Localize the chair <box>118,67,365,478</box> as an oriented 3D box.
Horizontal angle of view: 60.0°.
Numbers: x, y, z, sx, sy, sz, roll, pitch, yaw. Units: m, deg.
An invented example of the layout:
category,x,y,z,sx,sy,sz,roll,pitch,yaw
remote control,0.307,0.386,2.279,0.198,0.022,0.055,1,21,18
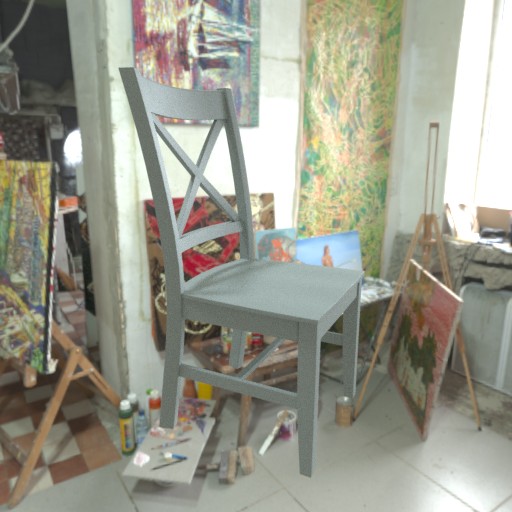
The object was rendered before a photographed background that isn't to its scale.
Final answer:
category,x,y,z,sx,sy,sz,roll,pitch,yaw
chair,0.000,0.000,1.282,0.542,0.983,0.485,7,16,26
